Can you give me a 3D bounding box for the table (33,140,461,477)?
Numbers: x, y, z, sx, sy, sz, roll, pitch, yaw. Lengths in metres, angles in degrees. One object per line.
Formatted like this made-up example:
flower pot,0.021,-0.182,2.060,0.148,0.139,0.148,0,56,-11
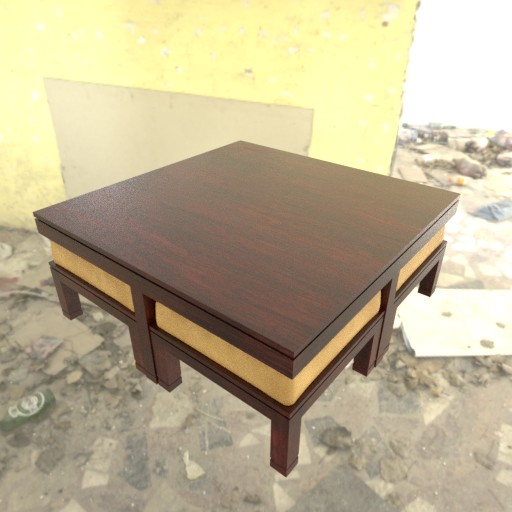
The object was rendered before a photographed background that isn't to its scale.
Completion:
table,0.000,0.000,1.352,0.865,0.356,0.865,23,38,33
